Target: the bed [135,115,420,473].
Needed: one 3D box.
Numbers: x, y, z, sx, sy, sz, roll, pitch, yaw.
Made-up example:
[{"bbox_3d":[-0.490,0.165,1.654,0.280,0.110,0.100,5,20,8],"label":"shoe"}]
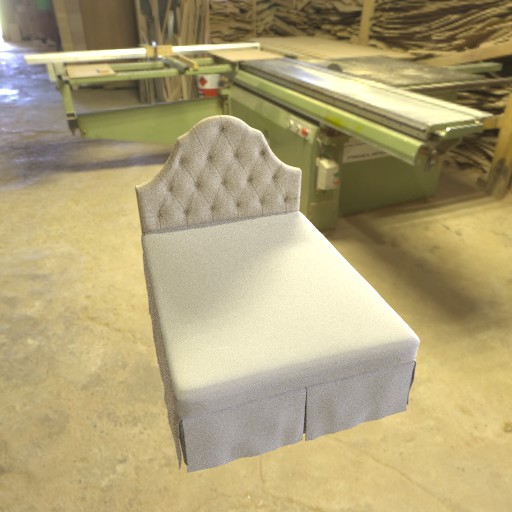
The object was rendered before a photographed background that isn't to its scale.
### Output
[{"bbox_3d":[0.000,0.000,3.274,1.627,1.575,2.092,-9,32,-15],"label":"bed"}]
